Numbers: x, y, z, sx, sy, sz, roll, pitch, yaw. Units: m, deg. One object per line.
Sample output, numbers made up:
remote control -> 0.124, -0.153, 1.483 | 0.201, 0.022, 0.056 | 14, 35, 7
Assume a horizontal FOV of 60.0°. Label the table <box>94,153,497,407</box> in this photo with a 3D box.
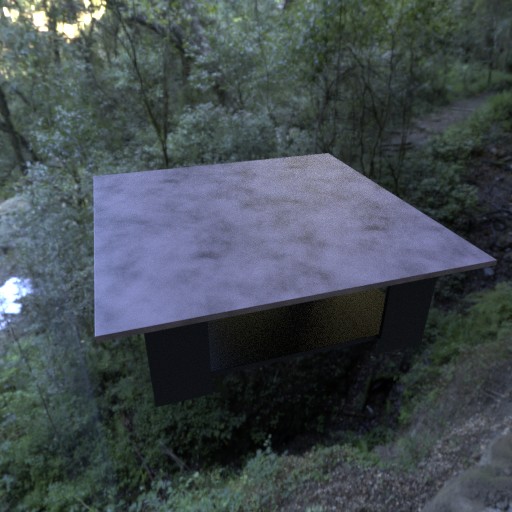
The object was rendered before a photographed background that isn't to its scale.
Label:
table -> 0.000, 0.000, 1.353 | 0.890, 0.305, 0.890 | -9, 31, -15
